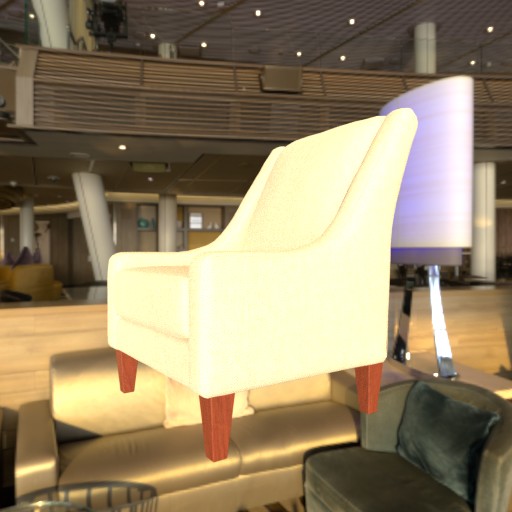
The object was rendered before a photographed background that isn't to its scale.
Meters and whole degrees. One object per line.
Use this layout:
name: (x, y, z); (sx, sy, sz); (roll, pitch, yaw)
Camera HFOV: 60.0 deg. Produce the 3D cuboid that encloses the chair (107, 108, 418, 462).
chair: (0.000, 0.000, 1.591); (0.870, 1.014, 0.774); (0, 0, -35)
